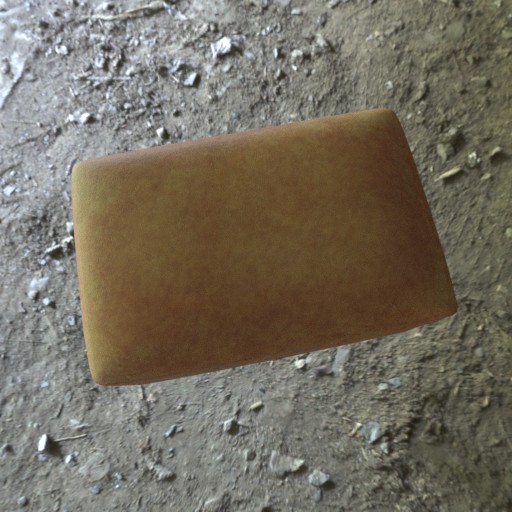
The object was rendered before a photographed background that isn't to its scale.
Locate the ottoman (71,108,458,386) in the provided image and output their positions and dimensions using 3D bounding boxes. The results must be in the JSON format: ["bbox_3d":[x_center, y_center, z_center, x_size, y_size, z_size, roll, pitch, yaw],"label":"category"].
[{"bbox_3d":[0.000,0.000,1.211,0.852,0.507,0.565,-11,75,-3],"label":"ottoman"}]
